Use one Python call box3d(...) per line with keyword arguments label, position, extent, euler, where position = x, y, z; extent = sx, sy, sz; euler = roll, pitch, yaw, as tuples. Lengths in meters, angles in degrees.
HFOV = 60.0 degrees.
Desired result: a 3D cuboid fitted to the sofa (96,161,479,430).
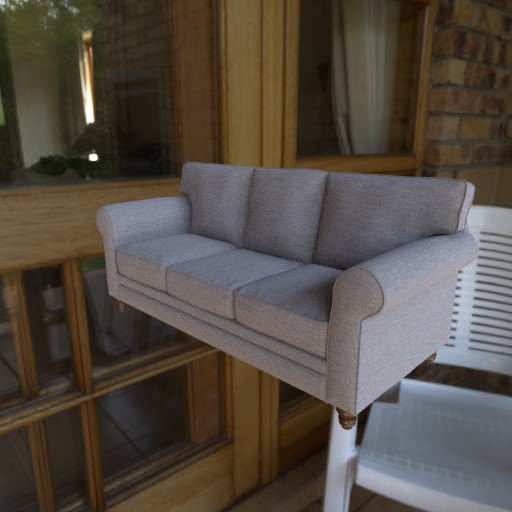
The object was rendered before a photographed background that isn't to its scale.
box3d(label="sofa", position=(0.000, 0.000, 2.507), extent=(2.084, 0.961, 0.916), euler=(14, 21, 43))
